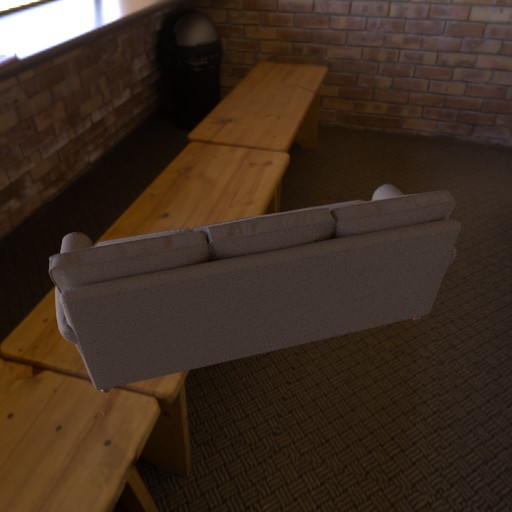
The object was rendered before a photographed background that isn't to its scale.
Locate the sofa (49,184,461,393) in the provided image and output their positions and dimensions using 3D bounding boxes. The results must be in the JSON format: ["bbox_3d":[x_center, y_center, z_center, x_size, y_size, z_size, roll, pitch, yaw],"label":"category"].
[{"bbox_3d":[0.000,0.000,2.836,2.353,0.948,0.966,-10,40,-12],"label":"sofa"}]
